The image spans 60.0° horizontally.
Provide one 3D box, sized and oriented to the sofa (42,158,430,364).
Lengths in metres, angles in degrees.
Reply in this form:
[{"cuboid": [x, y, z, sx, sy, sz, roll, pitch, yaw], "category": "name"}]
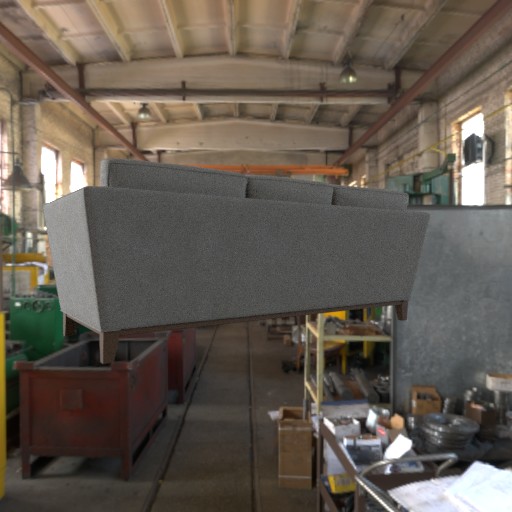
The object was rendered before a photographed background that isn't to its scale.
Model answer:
[{"cuboid": [0.000, 0.000, 2.888, 2.387, 0.940, 0.965, -1, 1, -35], "category": "sofa"}]
